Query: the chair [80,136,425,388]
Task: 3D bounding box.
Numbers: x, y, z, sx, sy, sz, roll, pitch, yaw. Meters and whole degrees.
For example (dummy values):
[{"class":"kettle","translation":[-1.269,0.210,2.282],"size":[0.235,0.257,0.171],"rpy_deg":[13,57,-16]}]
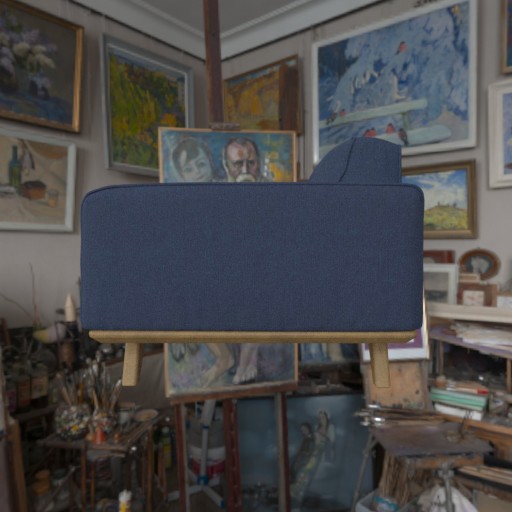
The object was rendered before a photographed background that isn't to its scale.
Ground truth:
[{"class":"chair","translation":[0.000,0.000,1.741],"size":[0.953,0.783,1.118],"rpy_deg":[0,1,1]}]
